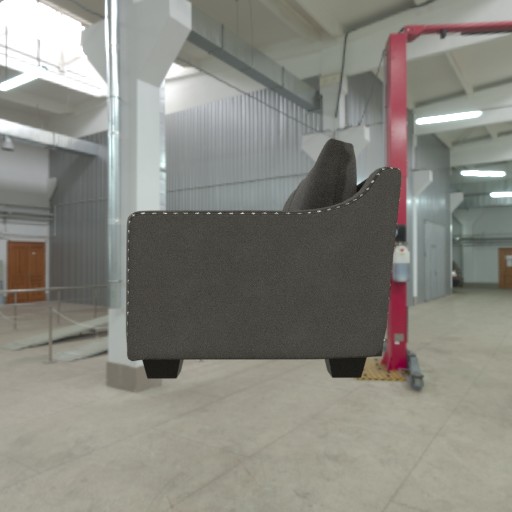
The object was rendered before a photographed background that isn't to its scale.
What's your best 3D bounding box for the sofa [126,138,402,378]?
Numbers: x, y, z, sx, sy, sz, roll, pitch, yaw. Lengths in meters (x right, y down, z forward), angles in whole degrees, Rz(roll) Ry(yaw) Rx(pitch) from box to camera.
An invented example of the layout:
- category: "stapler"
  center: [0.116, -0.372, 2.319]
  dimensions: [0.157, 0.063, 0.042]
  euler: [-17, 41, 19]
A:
- category: "sofa"
  center: [0.000, 0.000, 3.329]
  dimensions: [1.336, 1.196, 2.550]
  euler: [0, -1, -1]
